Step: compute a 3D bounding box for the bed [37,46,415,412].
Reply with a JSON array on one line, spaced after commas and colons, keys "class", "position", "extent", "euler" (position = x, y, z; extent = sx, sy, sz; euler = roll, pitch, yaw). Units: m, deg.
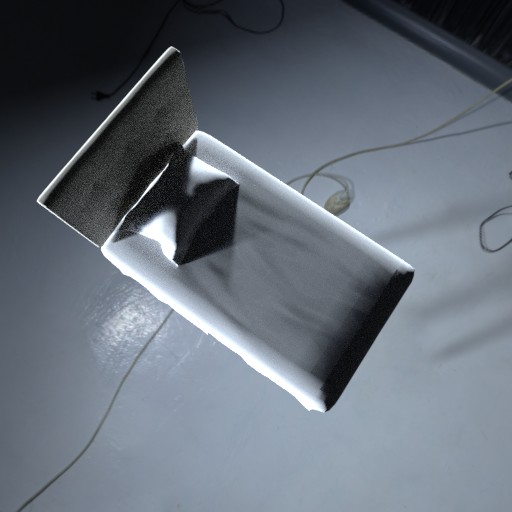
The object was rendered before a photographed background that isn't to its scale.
[{"class": "bed", "position": [0.000, 0.000, 2.994], "extent": [1.997, 1.571, 1.261], "euler": [34, 79, 8]}]
